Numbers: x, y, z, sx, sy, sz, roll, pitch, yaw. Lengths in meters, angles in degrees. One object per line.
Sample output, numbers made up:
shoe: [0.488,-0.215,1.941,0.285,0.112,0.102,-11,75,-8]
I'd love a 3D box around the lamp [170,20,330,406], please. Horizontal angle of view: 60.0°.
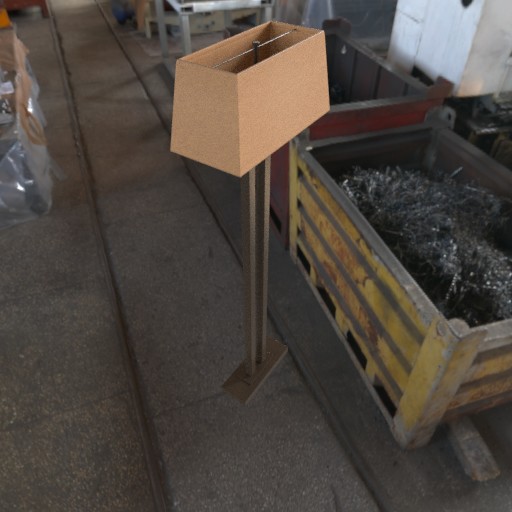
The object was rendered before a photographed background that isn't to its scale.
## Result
lamp: [0.000,0.000,1.622,0.233,1.469,0.475,25,48,25]
